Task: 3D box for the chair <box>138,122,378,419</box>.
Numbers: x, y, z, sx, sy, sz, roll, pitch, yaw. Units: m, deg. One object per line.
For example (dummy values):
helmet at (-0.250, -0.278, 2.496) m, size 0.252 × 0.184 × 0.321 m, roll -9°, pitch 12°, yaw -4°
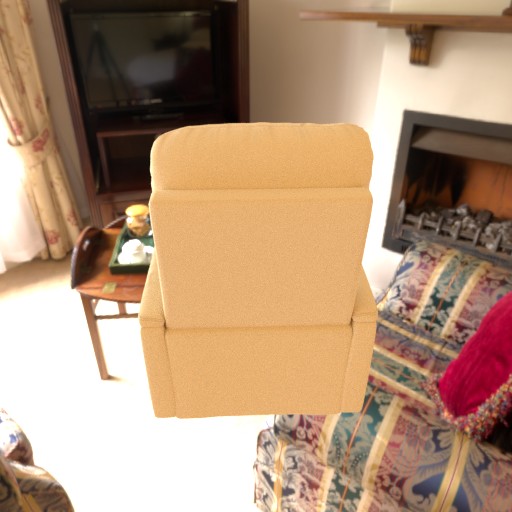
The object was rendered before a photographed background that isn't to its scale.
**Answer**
chair at (0.000, 0.000, 1.616) m, size 0.775 × 1.082 × 0.831 m, roll -1°, pitch 30°, yaw -2°
